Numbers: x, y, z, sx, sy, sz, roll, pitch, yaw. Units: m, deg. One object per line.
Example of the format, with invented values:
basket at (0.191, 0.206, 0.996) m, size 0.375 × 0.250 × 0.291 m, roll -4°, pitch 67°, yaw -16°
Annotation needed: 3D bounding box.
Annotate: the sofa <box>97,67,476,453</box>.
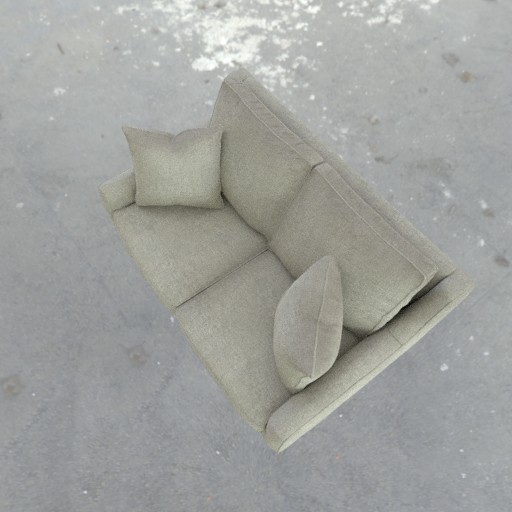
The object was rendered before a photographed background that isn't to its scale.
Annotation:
sofa at (0.000, 0.000, 2.000) m, size 0.915 × 0.863 × 1.422 m, roll -34°, pitch 67°, yaw -16°
